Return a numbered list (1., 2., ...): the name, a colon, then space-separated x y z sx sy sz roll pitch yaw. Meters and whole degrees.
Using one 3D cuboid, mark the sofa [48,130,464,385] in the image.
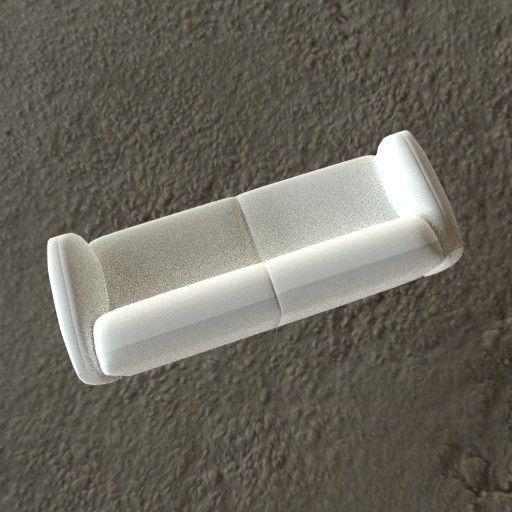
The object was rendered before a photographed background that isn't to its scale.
1. sofa: 0.000 0.000 2.659 2.280 0.780 0.870 -18 75 -5
